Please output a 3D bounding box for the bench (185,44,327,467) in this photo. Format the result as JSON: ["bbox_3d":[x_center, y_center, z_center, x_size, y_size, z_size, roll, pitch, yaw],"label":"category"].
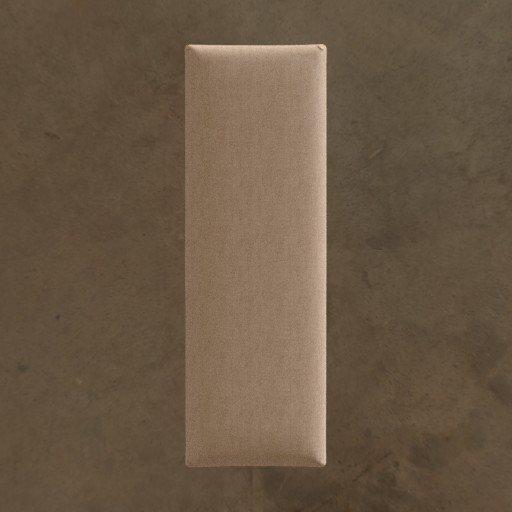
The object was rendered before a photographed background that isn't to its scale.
[{"bbox_3d":[0.000,0.000,1.447,0.410,0.457,1.219,0,90,0],"label":"bench"}]
